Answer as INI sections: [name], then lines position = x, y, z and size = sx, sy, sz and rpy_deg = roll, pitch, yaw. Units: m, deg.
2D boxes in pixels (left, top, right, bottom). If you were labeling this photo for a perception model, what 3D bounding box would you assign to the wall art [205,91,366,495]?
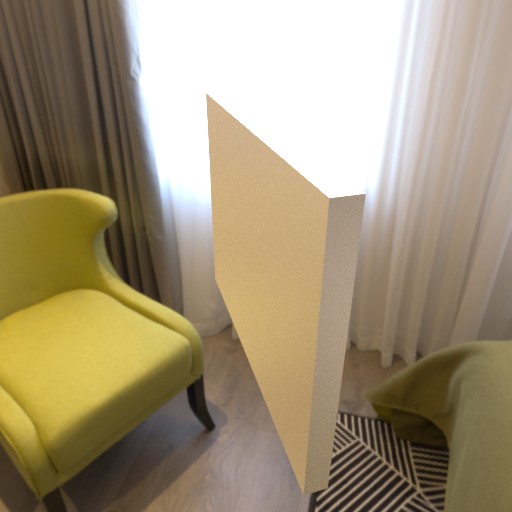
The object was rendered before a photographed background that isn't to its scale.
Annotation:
[wall art]
position = 0.000, 0.000, 1.368
size = 0.066, 0.801, 1.056
rpy_deg = -8, 31, -14
